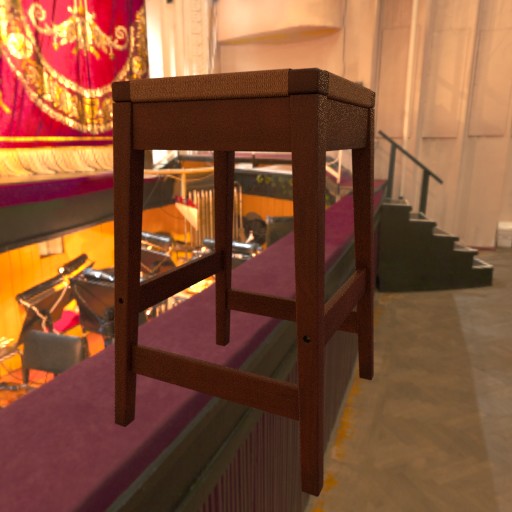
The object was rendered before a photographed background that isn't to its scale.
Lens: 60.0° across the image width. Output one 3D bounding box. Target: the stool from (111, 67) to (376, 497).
[{"bbox_3d":[0.000,0.000,1.060,0.507,0.762,0.497,7,17,25],"label":"stool"}]
